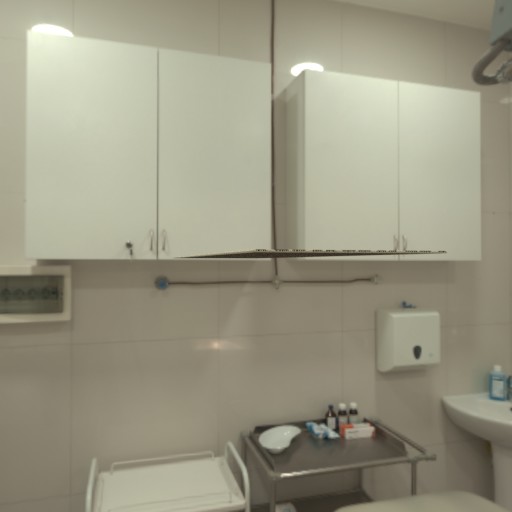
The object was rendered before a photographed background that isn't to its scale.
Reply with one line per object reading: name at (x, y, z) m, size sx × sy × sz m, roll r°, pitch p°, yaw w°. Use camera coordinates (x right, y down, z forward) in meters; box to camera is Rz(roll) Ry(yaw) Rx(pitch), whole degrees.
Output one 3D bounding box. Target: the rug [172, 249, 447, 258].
rug at (0.000, 0.000, 2.695) m, size 0.750 × 0.009 × 2.435 m, roll 0°, pitch -1°, yaw -17°
